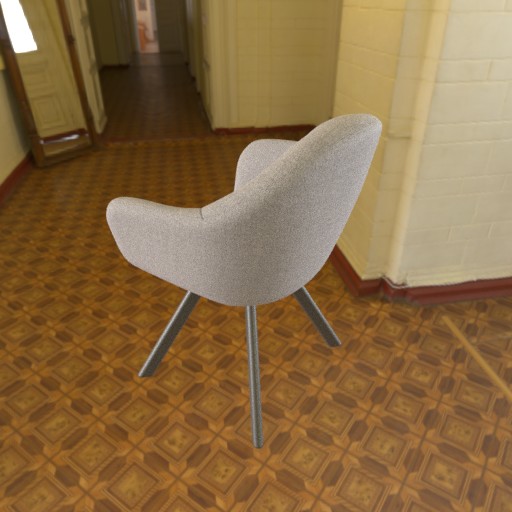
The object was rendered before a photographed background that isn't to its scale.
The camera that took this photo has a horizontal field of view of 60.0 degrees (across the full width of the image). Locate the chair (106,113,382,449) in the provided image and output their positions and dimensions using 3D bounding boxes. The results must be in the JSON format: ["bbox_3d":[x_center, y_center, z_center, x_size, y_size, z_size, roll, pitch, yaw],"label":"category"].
[{"bbox_3d":[0.000,0.000,1.198,0.550,0.795,0.590,19,36,29],"label":"chair"}]
